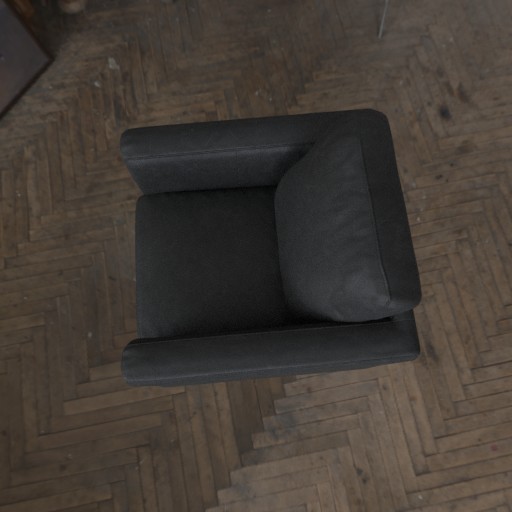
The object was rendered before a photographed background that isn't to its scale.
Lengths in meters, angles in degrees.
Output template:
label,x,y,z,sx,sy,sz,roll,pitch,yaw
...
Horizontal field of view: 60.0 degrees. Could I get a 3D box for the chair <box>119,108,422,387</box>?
label,x,y,z,sx,sy,sz,roll,pitch,yaw
chair,0.000,0.000,1.567,0.879,0.898,0.831,-5,74,-1
